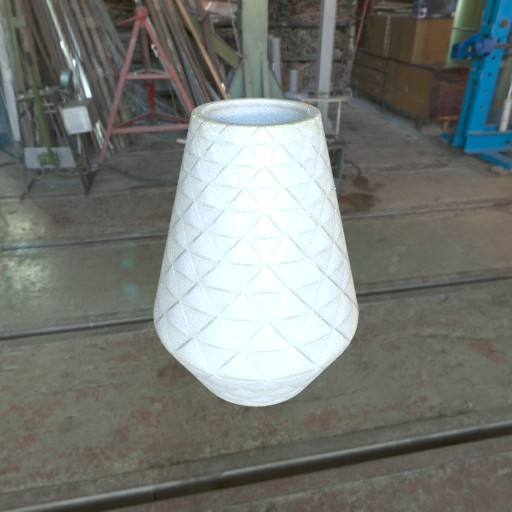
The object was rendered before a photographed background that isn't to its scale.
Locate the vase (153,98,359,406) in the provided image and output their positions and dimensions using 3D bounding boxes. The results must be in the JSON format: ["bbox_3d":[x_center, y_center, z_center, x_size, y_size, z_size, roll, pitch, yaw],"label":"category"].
[{"bbox_3d":[0.000,0.000,0.361,0.175,0.230,0.175,0,30,0],"label":"vase"}]
